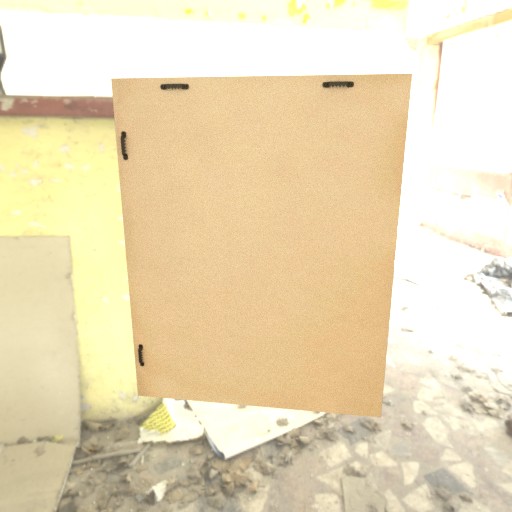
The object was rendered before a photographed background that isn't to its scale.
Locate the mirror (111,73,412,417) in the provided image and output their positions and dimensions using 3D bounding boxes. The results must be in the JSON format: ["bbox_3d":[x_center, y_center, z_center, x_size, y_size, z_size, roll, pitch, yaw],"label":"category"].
[{"bbox_3d":[0.000,0.000,0.676,0.406,0.509,0.041,2,16,8],"label":"mirror"}]
